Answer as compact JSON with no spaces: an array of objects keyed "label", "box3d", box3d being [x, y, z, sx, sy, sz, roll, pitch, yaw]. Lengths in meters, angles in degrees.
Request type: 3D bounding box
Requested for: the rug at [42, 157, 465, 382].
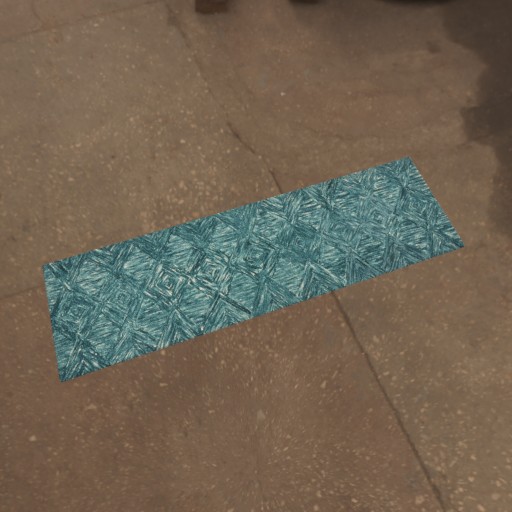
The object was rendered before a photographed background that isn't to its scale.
[{"label":"rug","box3d":[0.000,0.000,2.496,2.286,0.016,0.676,-17,65,-8]}]
